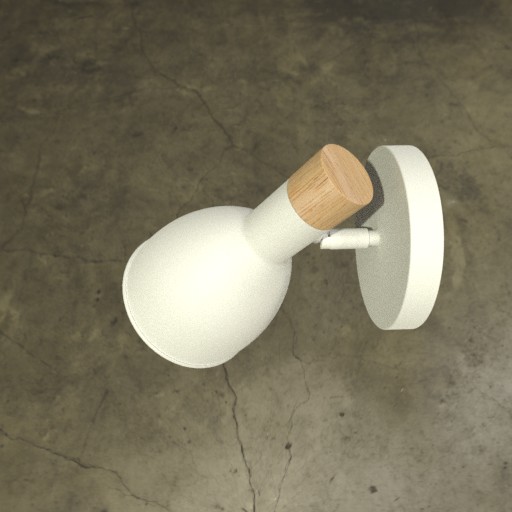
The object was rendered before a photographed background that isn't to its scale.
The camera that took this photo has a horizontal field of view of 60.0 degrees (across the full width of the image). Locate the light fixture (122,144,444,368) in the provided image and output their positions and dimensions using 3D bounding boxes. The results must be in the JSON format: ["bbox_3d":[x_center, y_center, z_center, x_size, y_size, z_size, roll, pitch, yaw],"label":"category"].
[{"bbox_3d":[0.000,0.000,0.326,0.209,0.199,0.127,-2,59,-1],"label":"light fixture"}]
